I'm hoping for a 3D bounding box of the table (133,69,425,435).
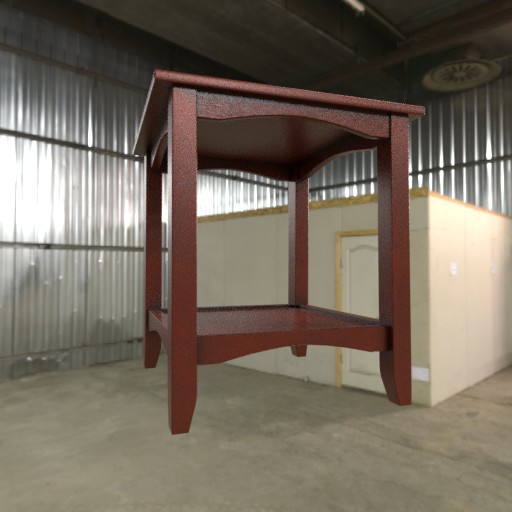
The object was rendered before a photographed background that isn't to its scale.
[{"bbox_3d":[0.000,0.000,0.986,0.522,0.558,0.523,0,-1,-17],"label":"table"}]
